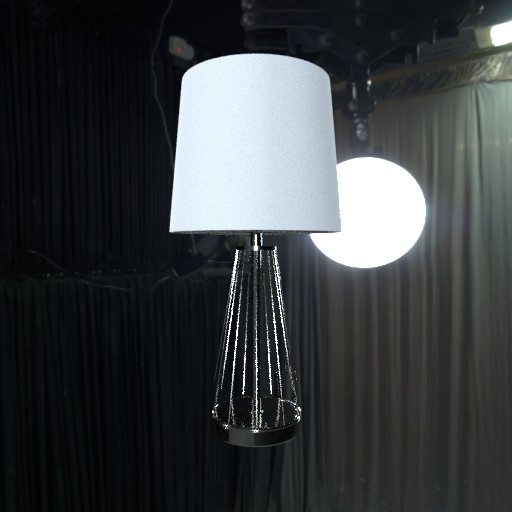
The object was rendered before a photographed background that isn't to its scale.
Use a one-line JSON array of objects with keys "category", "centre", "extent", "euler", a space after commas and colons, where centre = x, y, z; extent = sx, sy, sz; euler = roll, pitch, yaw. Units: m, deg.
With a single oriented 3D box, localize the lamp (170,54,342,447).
[{"category": "lamp", "centre": [0.000, 0.000, 0.794], "extent": [0.303, 0.618, 0.303], "euler": [0, 1, 0]}]
